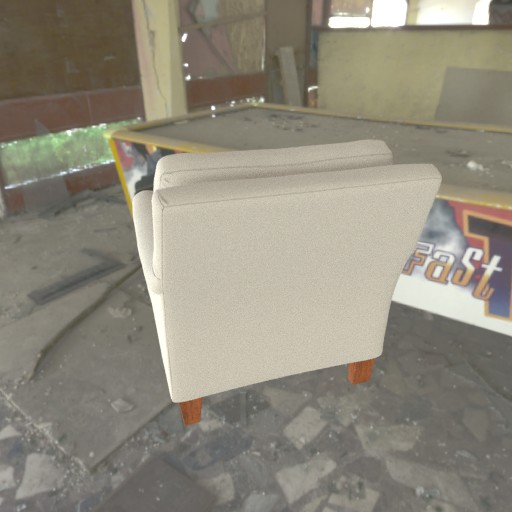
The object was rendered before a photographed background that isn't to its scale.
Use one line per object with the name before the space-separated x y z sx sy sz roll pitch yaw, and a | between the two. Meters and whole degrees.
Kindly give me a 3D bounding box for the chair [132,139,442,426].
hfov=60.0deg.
chair | 0.000 0.000 1.883 0.955 1.038 1.070 -8 28 -16
